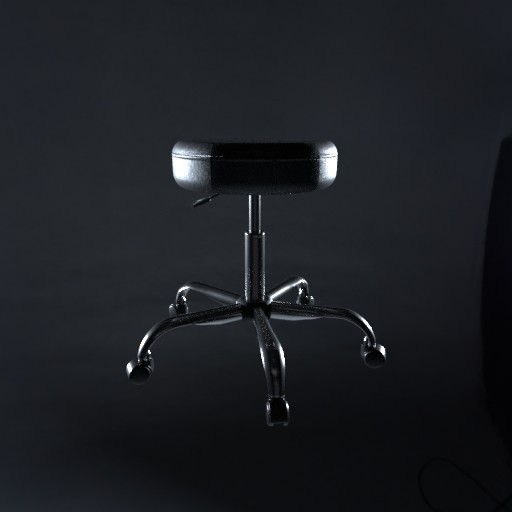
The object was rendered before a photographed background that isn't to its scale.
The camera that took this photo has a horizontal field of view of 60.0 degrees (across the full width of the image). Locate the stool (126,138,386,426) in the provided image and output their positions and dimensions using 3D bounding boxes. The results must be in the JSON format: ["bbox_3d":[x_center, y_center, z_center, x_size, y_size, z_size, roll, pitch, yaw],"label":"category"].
[{"bbox_3d":[0.000,0.000,1.141,0.673,0.576,0.638,-2,17,-8],"label":"stool"}]
